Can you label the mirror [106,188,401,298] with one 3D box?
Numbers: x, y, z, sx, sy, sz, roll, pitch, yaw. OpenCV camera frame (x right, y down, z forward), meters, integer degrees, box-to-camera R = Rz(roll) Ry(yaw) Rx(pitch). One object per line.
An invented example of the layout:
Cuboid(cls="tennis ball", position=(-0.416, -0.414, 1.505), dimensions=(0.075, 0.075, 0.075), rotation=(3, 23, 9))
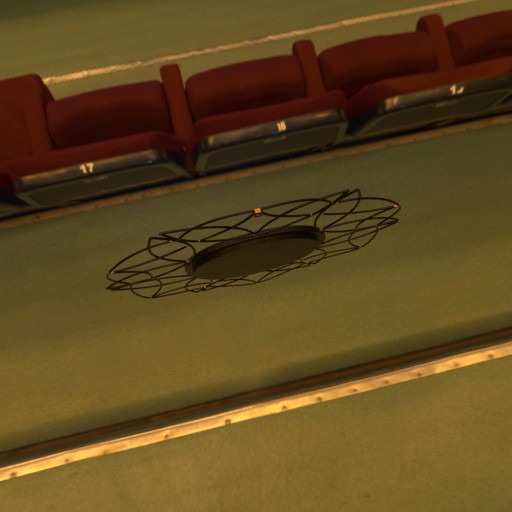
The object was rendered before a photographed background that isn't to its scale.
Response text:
Cuboid(cls="mirror", position=(0.000, 0.000, 1.179), dimensions=(0.797, 0.775, 0.028), rotation=(-13, 77, -3))
